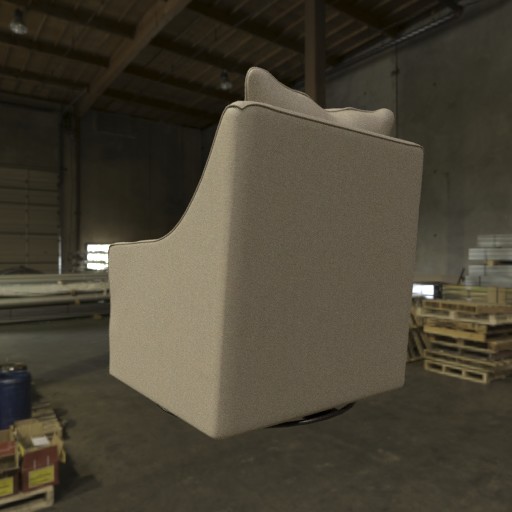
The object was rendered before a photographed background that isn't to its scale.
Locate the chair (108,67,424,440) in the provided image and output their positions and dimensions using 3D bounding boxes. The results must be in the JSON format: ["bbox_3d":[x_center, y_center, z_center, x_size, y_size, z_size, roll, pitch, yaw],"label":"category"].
[{"bbox_3d":[0.000,0.000,1.553,0.760,0.942,0.876,0,0,-37],"label":"chair"}]
